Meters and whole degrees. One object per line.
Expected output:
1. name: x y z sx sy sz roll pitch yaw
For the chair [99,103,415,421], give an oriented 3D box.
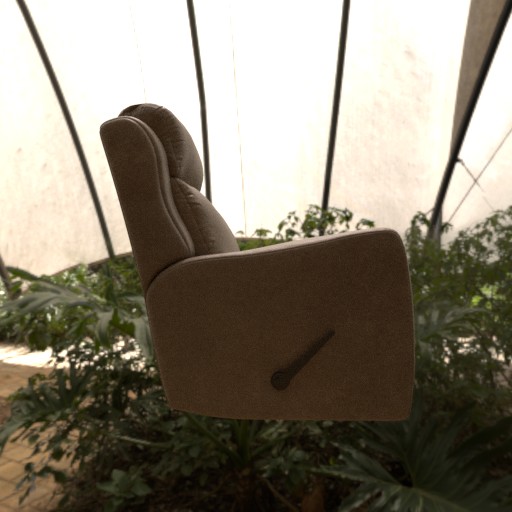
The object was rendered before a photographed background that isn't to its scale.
1. chair: 0.000 0.000 1.883 1.068 1.116 0.967 0 -1 0
